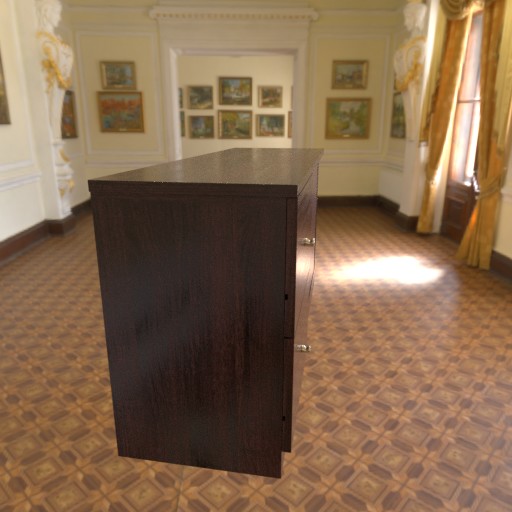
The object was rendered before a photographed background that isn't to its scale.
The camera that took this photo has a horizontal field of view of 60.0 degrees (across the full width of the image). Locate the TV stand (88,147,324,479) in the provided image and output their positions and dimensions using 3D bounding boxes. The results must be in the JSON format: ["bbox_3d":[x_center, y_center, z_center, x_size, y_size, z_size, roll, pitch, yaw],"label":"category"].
[{"bbox_3d":[0.000,0.000,1.419,0.404,0.614,1.192,3,17,10],"label":"TV stand"}]
